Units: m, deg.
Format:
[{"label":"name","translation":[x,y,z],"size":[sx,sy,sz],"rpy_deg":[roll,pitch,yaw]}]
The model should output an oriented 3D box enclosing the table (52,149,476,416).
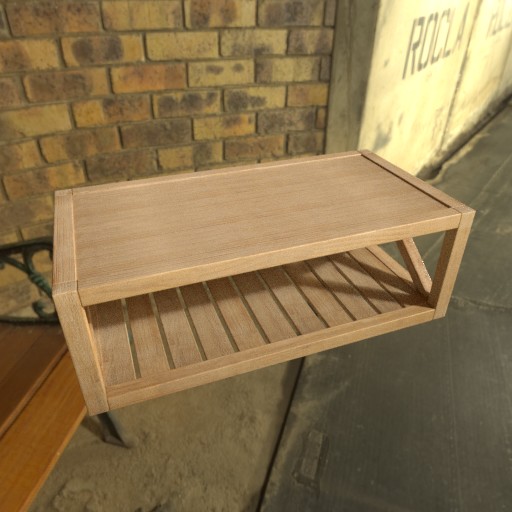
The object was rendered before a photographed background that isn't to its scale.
[{"label":"table","translation":[0.000,0.000,1.655],"size":[1.321,0.457,0.660],"rpy_deg":[-11,34,-17]}]
